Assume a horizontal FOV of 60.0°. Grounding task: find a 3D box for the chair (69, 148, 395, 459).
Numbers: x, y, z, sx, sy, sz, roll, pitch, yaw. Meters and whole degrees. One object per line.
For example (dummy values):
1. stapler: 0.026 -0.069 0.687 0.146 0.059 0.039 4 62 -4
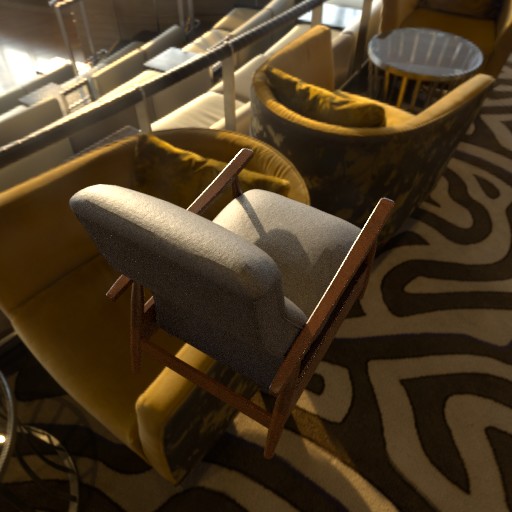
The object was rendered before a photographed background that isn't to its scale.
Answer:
1. chair: 0.000 0.000 1.775 0.762 1.081 1.014 24 52 21
